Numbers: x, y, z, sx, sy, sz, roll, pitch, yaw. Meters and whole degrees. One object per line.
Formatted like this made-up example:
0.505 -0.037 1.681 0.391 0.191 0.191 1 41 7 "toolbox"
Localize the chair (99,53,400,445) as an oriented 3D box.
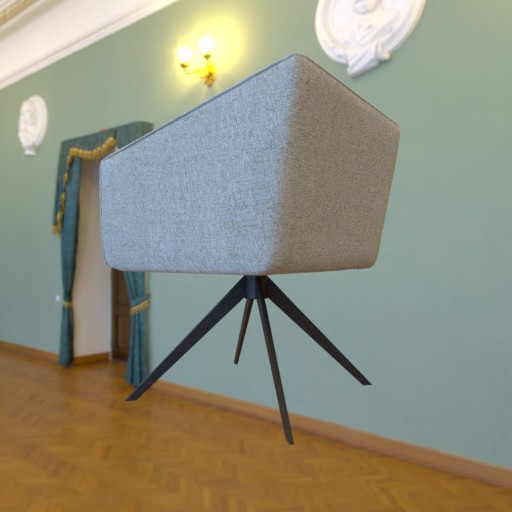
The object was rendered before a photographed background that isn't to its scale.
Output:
0.000 0.000 1.238 0.623 0.760 0.628 0 0 35 "chair"
